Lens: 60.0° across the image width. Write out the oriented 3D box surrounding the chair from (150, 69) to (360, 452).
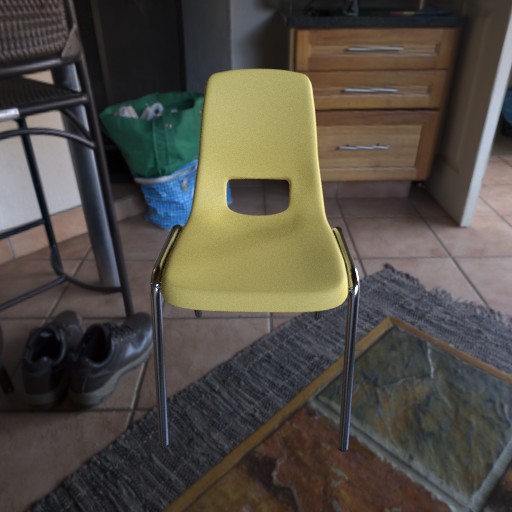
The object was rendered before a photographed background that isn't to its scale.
[{"bbox_3d":[0.000,0.000,0.906,0.381,0.653,0.436,1,31,1],"label":"chair"}]
